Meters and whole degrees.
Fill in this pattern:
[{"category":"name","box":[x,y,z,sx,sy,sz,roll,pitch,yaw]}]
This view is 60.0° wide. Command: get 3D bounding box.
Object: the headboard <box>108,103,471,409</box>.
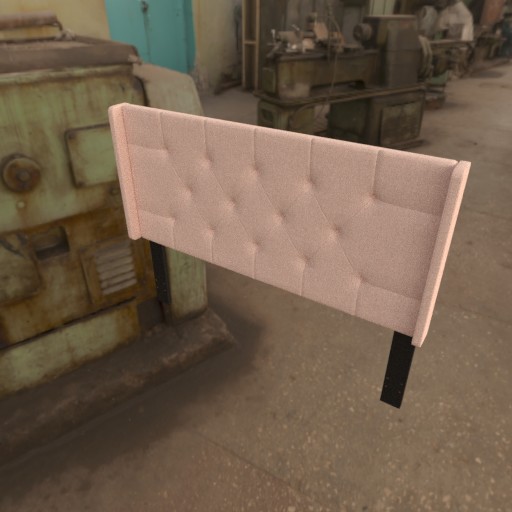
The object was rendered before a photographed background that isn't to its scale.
[{"category":"headboard","box":[0.000,0.000,2.657,2.051,1.524,0.184,19,36,28]}]
